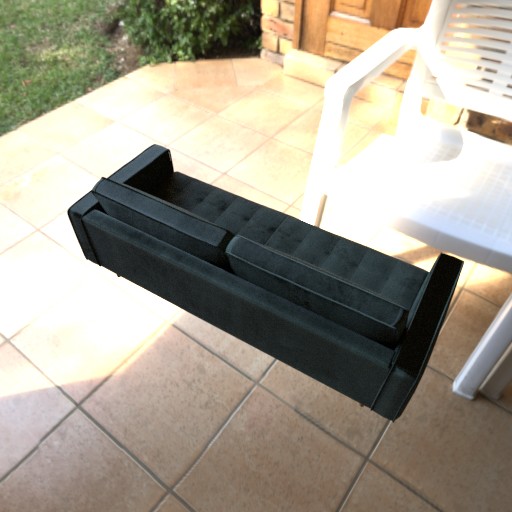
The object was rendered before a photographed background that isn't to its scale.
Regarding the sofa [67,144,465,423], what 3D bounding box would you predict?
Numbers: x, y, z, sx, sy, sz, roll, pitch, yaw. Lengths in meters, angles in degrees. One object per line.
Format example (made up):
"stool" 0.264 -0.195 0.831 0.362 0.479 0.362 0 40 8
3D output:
"sofa" 0.000 0.000 2.705 2.214 0.781 0.886 24 52 20
